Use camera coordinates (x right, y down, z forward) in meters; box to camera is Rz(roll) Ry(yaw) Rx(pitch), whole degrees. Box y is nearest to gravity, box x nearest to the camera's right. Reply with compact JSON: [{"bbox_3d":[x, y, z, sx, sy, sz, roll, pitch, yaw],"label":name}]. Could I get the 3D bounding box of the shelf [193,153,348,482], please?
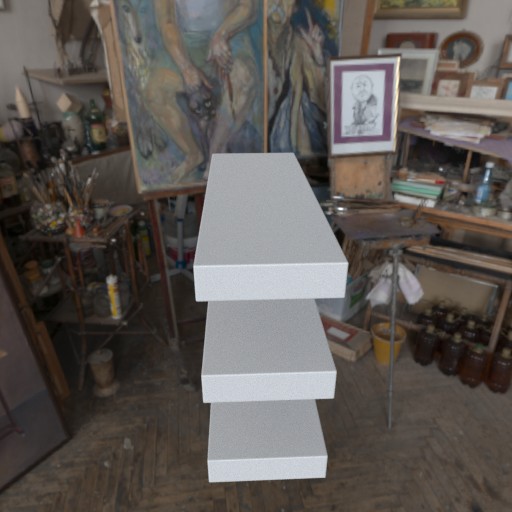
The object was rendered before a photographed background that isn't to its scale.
[{"bbox_3d":[0.000,0.000,0.735,0.140,0.293,0.610,-1,27,-2],"label":"shelf"}]
